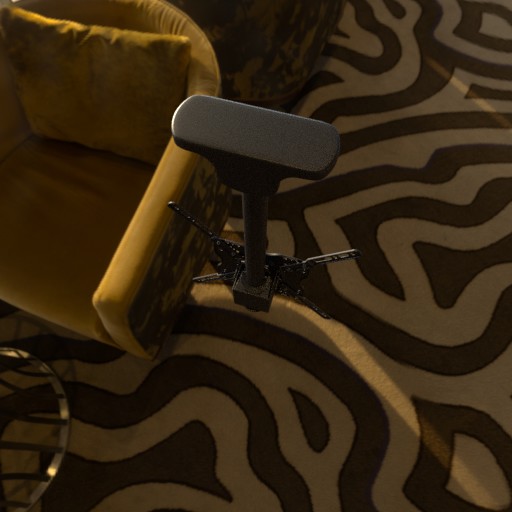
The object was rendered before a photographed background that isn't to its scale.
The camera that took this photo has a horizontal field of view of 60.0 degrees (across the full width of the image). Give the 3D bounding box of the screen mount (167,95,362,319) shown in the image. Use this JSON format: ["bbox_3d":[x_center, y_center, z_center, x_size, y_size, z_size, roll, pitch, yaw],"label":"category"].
[{"bbox_3d":[0.000,0.000,0.877,0.393,0.729,0.090,15,65,7],"label":"screen mount"}]
